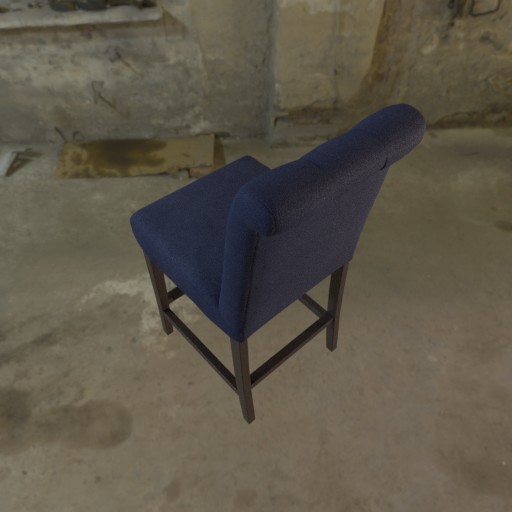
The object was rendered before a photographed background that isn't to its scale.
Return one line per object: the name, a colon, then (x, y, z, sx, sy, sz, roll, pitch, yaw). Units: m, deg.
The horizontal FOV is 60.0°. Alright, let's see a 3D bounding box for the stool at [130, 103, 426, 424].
stool: (0.000, 0.000, 1.319, 0.493, 1.010, 0.601, -33, 56, -27)
